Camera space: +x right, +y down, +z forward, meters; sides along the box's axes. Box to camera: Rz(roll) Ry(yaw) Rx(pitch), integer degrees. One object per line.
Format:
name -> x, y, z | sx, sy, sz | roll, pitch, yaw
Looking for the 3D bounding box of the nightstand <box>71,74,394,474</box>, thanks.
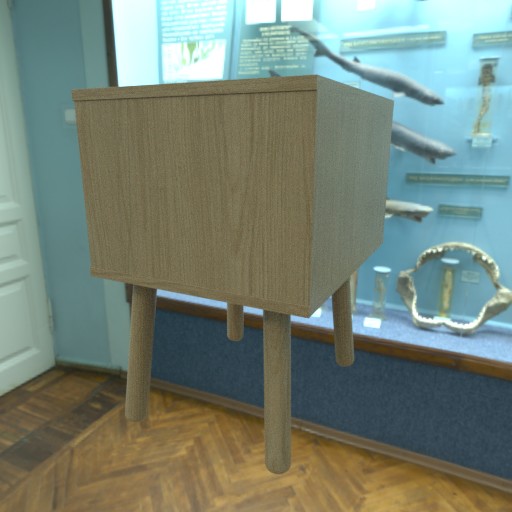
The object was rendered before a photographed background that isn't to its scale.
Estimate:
nightstand -> 0.000, 0.000, 0.837 | 0.380, 0.571, 0.450 | 8, 17, 26
